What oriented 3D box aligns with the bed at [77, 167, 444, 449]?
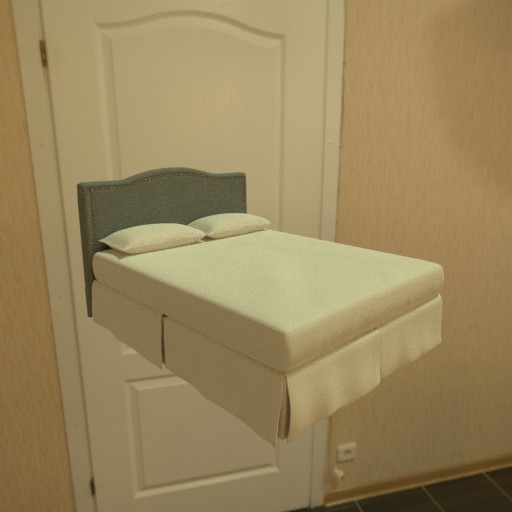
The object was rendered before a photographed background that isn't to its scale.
[{"bbox_3d":[0.000,0.000,3.985,2.161,1.457,2.689,-14,20,-42],"label":"bed"}]
